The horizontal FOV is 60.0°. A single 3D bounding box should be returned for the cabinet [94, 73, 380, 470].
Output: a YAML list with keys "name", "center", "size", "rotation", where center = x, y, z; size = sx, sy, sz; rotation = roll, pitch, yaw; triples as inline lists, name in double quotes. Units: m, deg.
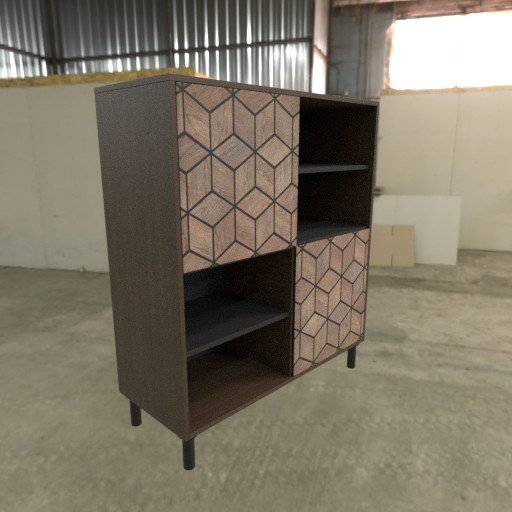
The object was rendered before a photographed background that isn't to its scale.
- name: "cabinet"
  center: [0.000, 0.000, 1.711]
  size: [0.400, 1.170, 1.010]
  rotation: [13, 19, 43]
